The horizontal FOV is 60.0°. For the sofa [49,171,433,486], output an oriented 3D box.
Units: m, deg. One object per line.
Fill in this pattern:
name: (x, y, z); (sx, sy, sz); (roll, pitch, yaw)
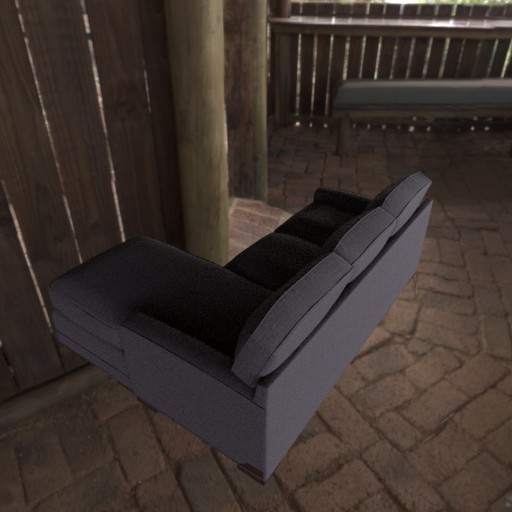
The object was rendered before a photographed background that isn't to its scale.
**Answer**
sofa: (0.000, 0.000, 3.263); (1.790, 0.973, 2.370); (21, 38, 29)
